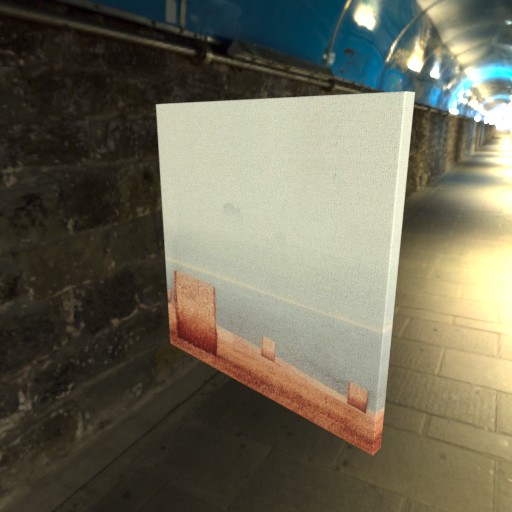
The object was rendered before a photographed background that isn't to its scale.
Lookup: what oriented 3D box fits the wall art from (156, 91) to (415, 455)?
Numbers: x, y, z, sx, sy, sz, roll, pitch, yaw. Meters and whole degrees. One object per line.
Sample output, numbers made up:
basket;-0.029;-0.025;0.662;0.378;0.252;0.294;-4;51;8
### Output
wall art;0.000;0.000;0.909;0.605;0.605;0.034;15;22;42
